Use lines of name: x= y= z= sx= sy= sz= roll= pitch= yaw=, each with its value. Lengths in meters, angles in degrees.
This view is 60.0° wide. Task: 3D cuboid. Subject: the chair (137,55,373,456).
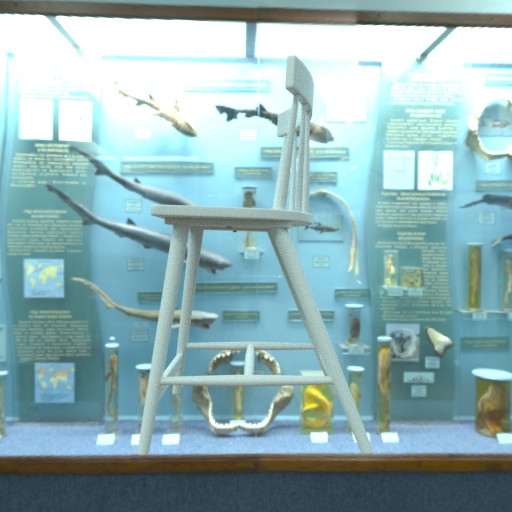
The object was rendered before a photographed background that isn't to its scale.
chair: x=0.000 y=0.000 z=1.280 sx=0.572 sy=0.952 sz=0.483 roll=0 pitch=1 yaw=0
